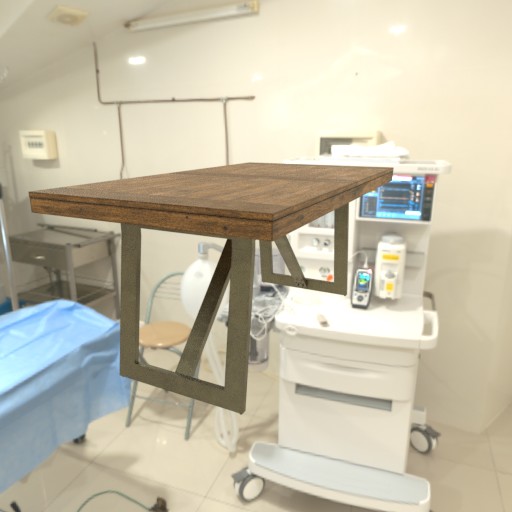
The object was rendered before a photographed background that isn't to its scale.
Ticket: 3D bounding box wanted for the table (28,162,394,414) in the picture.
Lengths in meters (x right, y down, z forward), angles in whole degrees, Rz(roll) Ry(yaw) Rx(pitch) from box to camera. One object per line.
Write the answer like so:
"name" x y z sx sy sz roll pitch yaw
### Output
"table" 0.000 0.000 2.137 0.931 0.757 1.641 8 18 26
